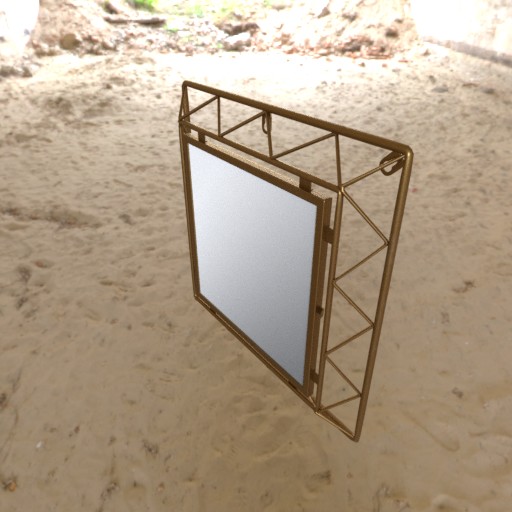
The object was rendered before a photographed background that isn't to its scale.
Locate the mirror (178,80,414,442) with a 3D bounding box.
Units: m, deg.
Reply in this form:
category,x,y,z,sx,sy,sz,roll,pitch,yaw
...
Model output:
category,x,y,z,sx,sy,sz,roll,pitch,yaw
mirror,0.000,0.000,0.629,0.046,0.414,0.416,-22,38,-31
